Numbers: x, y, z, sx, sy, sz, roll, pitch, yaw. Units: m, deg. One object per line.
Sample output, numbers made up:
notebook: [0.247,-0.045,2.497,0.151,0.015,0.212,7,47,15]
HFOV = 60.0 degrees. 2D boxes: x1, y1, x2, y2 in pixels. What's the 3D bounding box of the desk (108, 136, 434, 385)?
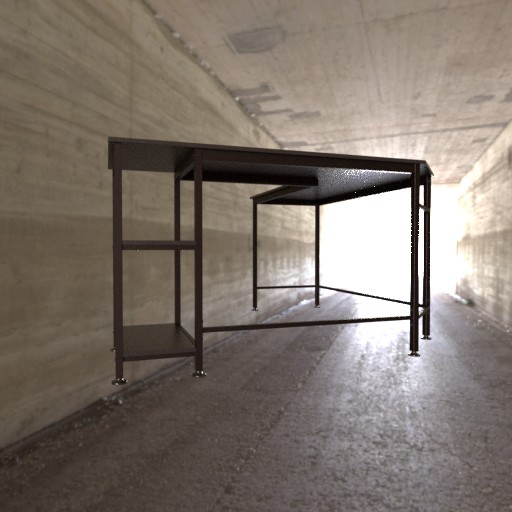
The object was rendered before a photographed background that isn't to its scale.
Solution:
desk: [0.000,0.000,2.182,1.379,0.739,1.379,0,1,-19]
